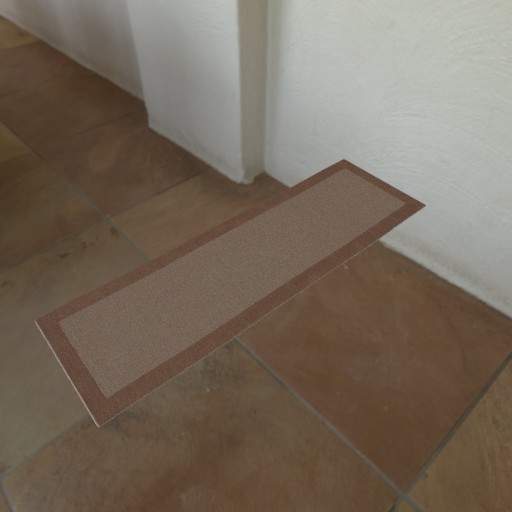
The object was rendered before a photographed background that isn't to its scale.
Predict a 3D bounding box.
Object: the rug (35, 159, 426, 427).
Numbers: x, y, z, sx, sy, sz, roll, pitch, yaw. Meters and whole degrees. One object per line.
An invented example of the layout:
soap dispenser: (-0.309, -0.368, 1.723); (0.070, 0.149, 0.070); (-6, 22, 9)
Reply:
rug: (0.000, 0.000, 2.699); (2.430, 0.012, 0.767); (-31, 52, -27)
